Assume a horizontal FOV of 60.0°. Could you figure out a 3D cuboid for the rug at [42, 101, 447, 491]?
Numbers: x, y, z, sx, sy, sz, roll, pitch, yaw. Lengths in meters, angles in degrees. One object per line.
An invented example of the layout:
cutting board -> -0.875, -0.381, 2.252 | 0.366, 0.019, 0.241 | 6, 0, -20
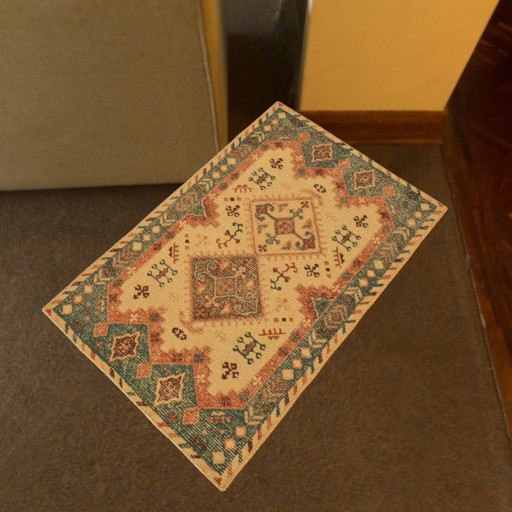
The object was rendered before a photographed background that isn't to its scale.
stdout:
rug -> 0.000, 0.000, 2.317 | 1.225, 0.015, 1.840 | 38, 70, 17
